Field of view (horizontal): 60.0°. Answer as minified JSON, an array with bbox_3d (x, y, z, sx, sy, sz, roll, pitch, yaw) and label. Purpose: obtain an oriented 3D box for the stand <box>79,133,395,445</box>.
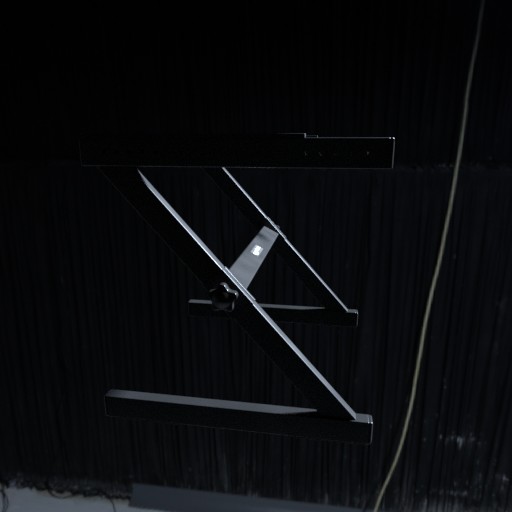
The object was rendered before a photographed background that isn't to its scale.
[{"bbox_3d":[0.000,0.000,1.171,0.586,0.617,0.700,3,15,9],"label":"stand"}]
